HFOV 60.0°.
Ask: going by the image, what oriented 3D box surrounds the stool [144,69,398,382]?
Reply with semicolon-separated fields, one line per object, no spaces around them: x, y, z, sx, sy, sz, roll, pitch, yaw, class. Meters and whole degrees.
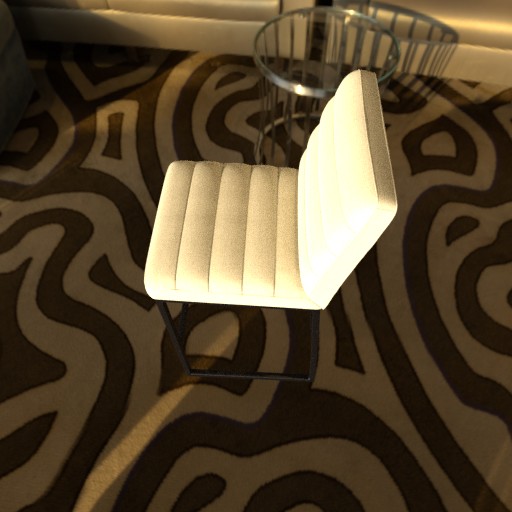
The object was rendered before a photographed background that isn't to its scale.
0.000;0.000;1.383;0.560;1.040;0.460;2;56;2;stool
